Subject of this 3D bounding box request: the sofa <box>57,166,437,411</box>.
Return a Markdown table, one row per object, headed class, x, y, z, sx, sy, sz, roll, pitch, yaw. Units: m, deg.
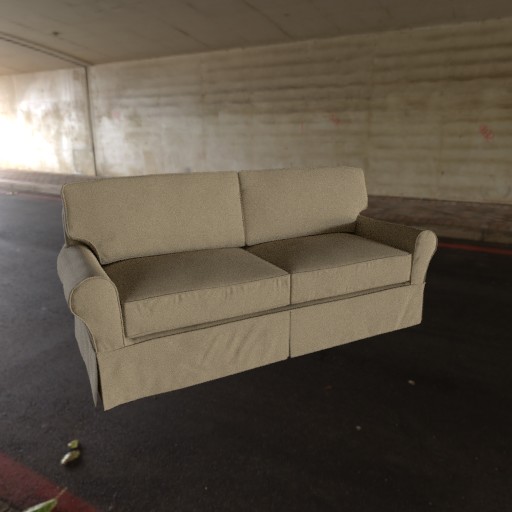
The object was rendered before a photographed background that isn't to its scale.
| class | x | y | z | sx | sy | sz | roll | pitch | yaw |
| --- | --- | --- | --- | --- | --- | --- | --- | --- | --- |
| sofa | 0.000 | 0.000 | 2.760 | 2.246 | 1.014 | 0.900 | -8 | 18 | -26 |
